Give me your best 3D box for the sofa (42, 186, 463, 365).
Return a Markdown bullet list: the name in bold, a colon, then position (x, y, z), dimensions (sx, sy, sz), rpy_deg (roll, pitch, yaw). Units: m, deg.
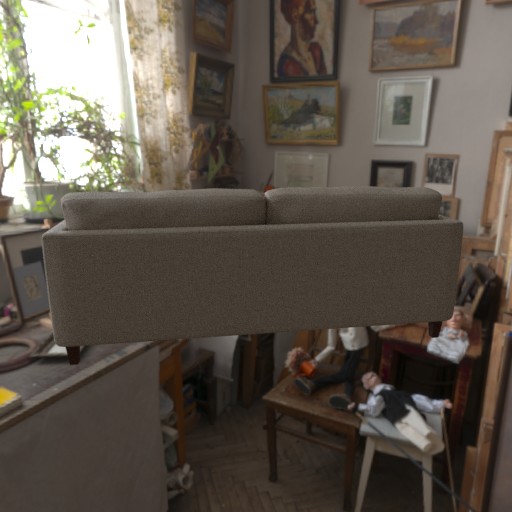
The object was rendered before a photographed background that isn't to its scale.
- **sofa**: position (0.000, 0.000, 2.990), dimensions (2.434, 0.965, 0.951), rpy_deg (-2, 15, -9)
